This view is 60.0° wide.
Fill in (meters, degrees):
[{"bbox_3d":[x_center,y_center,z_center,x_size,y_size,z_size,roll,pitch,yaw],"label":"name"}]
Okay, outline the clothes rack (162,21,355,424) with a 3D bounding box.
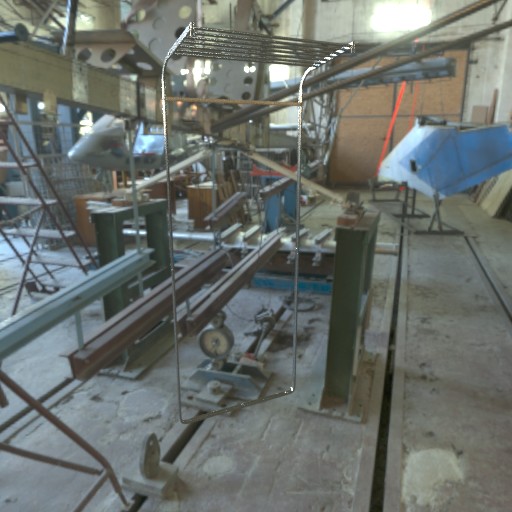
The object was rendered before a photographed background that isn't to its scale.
[{"bbox_3d":[0.000,0.000,1.780,0.609,1.574,0.349,-7,16,-26],"label":"clothes rack"}]
